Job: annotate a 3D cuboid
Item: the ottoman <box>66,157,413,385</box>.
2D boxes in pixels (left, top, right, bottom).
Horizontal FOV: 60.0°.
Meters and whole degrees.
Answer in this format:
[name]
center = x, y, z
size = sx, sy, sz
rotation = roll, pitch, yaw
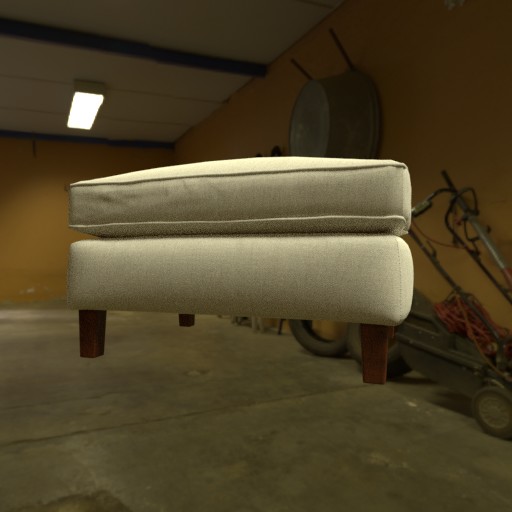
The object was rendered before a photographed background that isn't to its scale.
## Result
[ottoman]
center = 0.000, 0.000, 0.995
size = 0.665, 0.406, 0.501
rotation = 0, 0, 19
